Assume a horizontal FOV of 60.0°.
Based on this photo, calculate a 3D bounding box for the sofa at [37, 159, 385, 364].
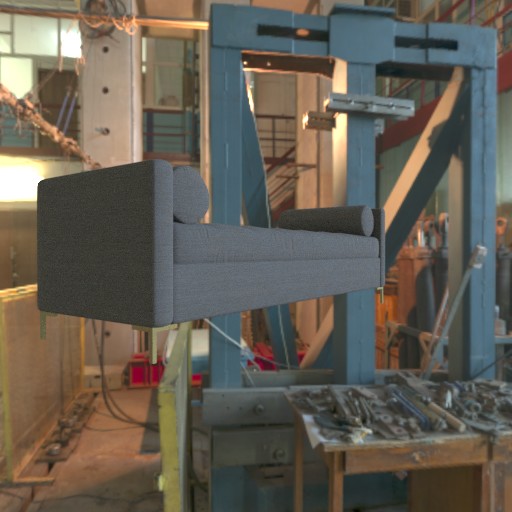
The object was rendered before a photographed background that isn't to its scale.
[{"bbox_3d":[0.000,0.000,2.325,0.686,0.635,1.981,0,1,36],"label":"sofa"}]
